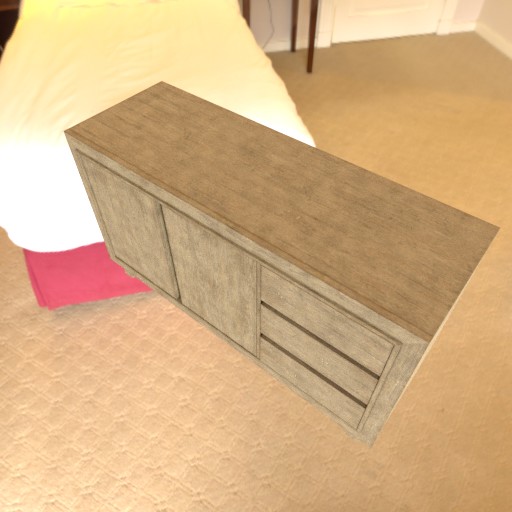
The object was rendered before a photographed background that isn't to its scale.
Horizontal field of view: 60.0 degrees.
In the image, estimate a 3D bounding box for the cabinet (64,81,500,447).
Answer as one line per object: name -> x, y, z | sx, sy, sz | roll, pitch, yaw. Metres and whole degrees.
cabinet -> 0.000, 0.000, 1.800 | 1.460, 0.825, 0.511 | 31, 55, 25
